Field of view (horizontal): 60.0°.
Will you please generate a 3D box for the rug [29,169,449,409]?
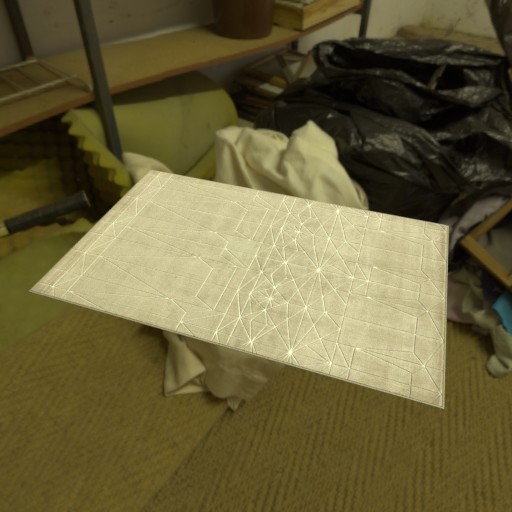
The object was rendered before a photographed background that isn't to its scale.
[{"bbox_3d":[0.000,0.000,2.976,2.438,0.012,1.524,13,43,14],"label":"rug"}]
